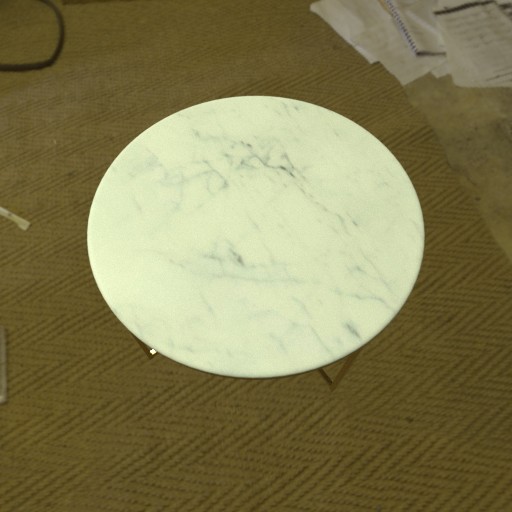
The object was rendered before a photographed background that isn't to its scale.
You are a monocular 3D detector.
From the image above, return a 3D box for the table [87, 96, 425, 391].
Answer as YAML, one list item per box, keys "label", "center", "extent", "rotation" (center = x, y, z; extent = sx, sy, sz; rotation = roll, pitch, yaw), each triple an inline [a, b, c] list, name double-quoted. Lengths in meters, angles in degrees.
- label: "table"
  center: [0.000, 0.000, 1.260]
  extent: [0.800, 0.450, 0.800]
  rotation: [0, 61, 0]
